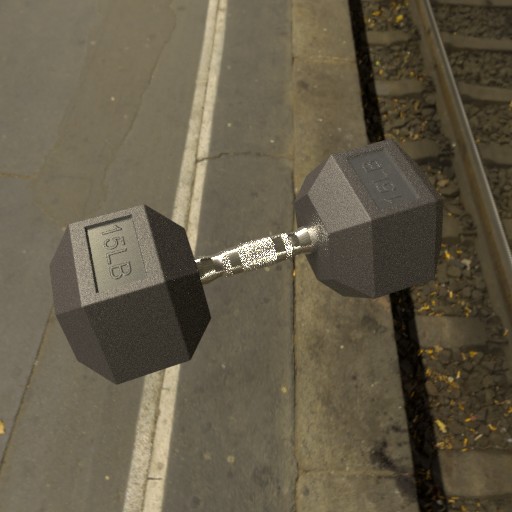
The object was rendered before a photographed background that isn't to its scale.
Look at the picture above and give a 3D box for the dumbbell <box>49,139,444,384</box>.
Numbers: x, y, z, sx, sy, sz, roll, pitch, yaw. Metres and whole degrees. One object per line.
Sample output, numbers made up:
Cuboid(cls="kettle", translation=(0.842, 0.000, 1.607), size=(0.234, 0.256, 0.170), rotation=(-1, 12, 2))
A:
Cuboid(cls="dumbbell", translation=(0.000, 0.000, 0.329), size=(0.271, 0.106, 0.122), rotation=(-17, 59, -10))
